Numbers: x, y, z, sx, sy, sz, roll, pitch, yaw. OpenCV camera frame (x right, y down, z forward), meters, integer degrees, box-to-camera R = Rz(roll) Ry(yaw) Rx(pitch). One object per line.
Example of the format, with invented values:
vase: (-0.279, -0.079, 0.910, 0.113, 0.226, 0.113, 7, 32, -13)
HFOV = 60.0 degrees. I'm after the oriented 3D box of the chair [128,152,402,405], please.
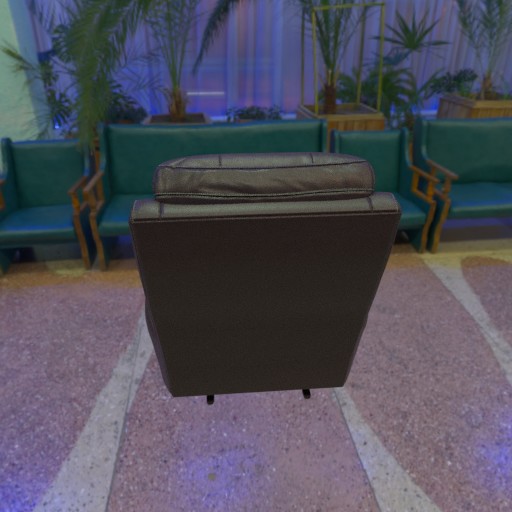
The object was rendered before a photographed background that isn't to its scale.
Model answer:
chair: (0.000, 0.000, 1.754, 0.829, 1.030, 1.080, -2, 29, -4)
